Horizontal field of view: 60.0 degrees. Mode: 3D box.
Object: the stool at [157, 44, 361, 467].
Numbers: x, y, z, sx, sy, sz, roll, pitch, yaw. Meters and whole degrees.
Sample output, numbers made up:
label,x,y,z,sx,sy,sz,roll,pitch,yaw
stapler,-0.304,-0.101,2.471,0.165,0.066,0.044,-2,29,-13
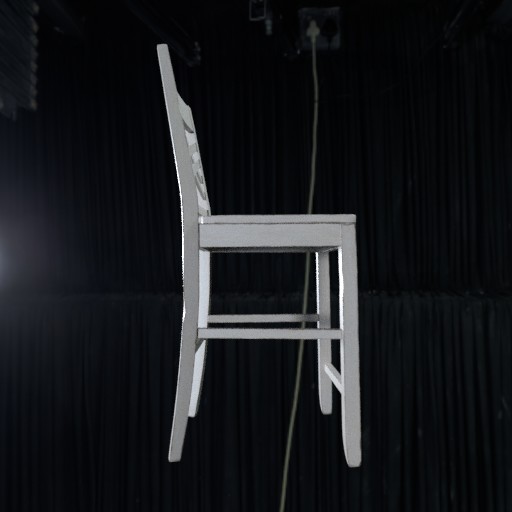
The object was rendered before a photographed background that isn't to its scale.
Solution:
label,x,y,z,sx,sy,sz,roll,pitch,yaw
stool,0.000,0.000,1.353,0.539,1.079,0.462,0,-2,-1
